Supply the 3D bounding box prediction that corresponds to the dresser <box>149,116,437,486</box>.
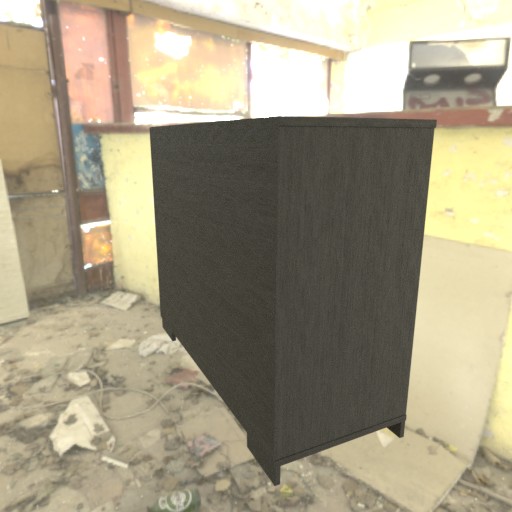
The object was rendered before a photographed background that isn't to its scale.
[{"bbox_3d":[0.000,0.000,1.431,0.404,0.816,0.994,-7,17,-25],"label":"dresser"}]
